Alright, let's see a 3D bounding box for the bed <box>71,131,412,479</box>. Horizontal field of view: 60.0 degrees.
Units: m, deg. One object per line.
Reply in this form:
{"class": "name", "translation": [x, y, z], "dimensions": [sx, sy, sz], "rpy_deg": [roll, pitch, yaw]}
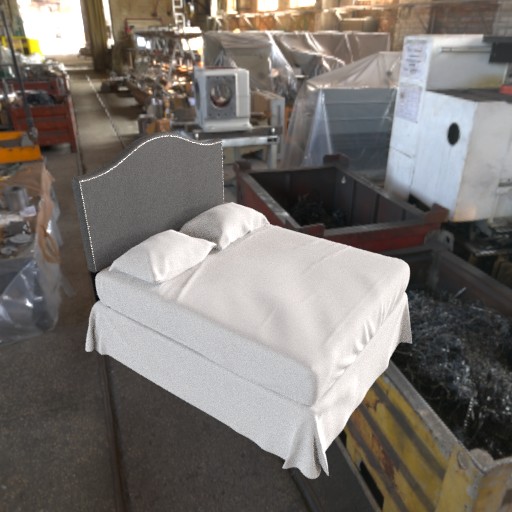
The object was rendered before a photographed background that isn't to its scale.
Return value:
{"class": "bed", "translation": [0.000, 0.000, 3.438], "dimensions": [2.221, 1.645, 1.876], "rpy_deg": [18, 32, 31]}
